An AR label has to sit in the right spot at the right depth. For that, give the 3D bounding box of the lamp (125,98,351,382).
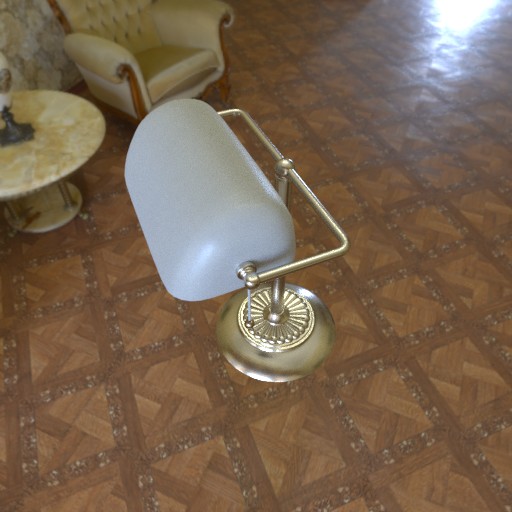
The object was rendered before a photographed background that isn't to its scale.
[{"bbox_3d":[0.000,0.000,0.532,0.243,0.339,0.264,-17,49,-16],"label":"lamp"}]
